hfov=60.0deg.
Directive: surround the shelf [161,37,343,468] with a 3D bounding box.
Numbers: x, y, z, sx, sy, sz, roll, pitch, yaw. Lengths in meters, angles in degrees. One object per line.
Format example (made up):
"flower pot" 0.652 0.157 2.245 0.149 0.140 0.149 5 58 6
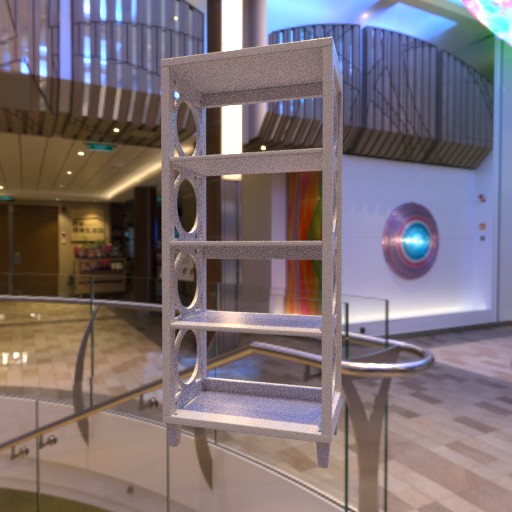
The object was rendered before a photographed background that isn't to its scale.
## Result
"shelf" 0.000 0.000 1.678 0.611 1.411 0.340 0 1 16
